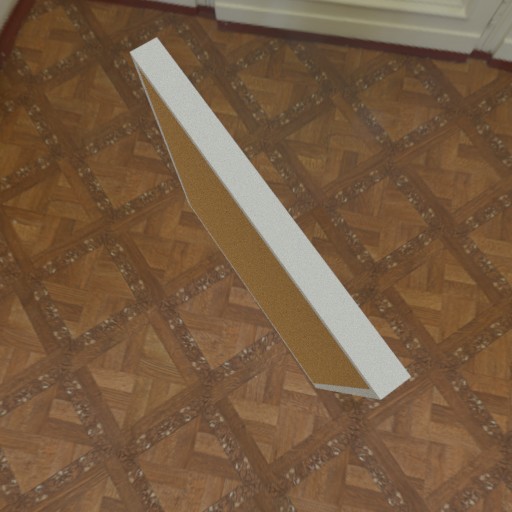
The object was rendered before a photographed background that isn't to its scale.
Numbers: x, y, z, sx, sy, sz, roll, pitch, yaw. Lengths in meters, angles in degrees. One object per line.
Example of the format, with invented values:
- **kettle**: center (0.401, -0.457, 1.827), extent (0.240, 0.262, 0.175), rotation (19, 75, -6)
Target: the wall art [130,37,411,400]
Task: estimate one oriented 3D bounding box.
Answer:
- **wall art**: center (0.000, 0.000, 0.452), extent (0.024, 0.304, 0.304), rotation (-33, 77, -9)
